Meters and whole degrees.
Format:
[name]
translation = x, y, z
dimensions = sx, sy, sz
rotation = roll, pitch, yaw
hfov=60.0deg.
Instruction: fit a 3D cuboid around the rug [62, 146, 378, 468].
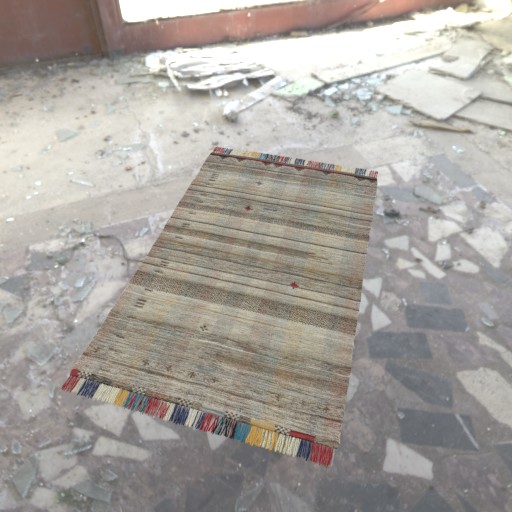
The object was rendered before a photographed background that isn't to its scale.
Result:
[rug]
translation = 0.000, 0.000, 3.011
dimensions = 1.465, 0.012, 2.465
rotation = 11, 47, 11
